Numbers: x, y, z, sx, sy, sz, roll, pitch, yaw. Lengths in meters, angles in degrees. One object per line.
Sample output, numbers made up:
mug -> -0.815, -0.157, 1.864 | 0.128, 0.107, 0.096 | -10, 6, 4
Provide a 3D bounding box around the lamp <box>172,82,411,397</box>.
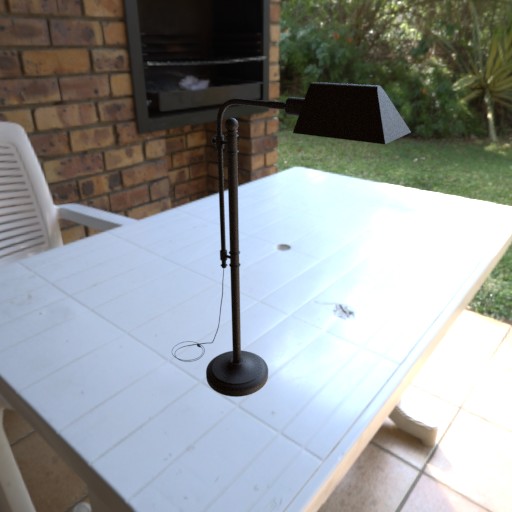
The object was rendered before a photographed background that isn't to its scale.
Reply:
lamp -> 0.000, 0.000, 0.954 | 0.545, 0.708, 0.159 | 17, 30, 31
